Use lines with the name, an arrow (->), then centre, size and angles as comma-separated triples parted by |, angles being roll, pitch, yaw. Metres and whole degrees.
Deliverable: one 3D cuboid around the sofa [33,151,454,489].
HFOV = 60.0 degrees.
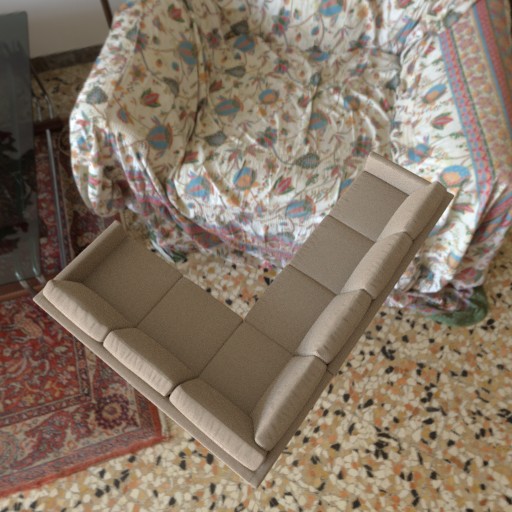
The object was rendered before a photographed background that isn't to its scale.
sofa -> 0.000, 0.000, 4.256 | 2.432, 0.871, 3.182 | 34, 68, 16
